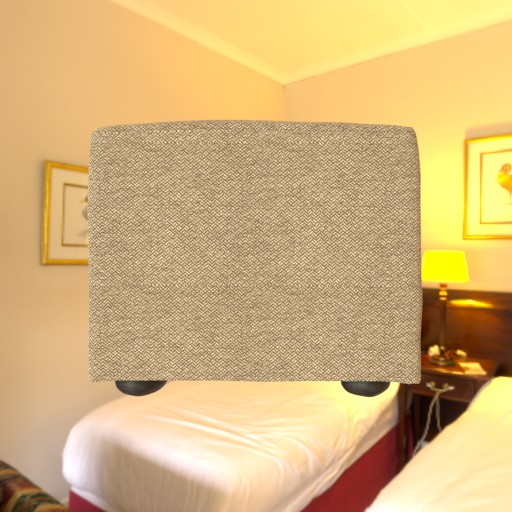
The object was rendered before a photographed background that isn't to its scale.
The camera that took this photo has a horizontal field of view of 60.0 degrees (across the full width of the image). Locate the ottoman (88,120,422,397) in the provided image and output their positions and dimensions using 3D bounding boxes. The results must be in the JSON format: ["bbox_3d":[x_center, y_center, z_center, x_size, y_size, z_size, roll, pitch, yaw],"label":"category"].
[{"bbox_3d":[0.000,0.000,0.915,0.512,0.453,0.519,0,1,1],"label":"ottoman"}]
